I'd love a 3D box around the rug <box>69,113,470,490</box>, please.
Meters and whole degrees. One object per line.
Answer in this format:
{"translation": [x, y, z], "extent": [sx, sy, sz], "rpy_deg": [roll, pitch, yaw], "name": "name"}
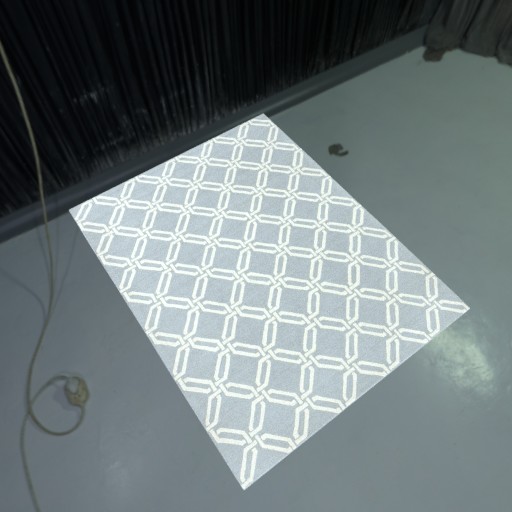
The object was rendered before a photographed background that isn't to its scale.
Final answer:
{"translation": [0.000, 0.000, 3.931], "extent": [2.288, 0.018, 2.895], "rpy_deg": [-32, 64, -18], "name": "rug"}
